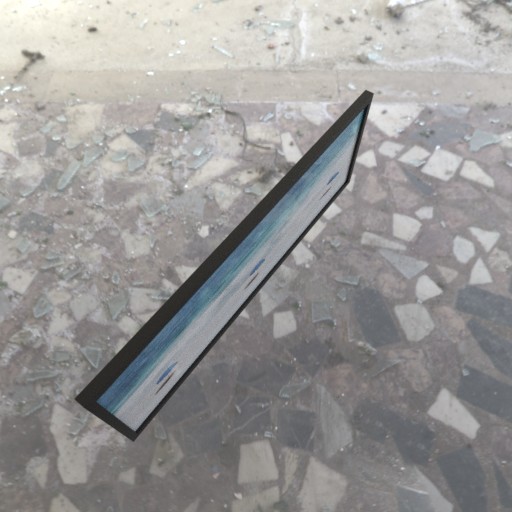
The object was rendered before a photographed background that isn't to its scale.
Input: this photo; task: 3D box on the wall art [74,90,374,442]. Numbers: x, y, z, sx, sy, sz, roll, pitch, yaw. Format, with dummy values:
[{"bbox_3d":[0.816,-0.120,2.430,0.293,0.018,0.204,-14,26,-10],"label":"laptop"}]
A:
[{"bbox_3d":[0.000,0.000,1.745,0.041,0.554,1.572,33,64,18],"label":"wall art"}]
